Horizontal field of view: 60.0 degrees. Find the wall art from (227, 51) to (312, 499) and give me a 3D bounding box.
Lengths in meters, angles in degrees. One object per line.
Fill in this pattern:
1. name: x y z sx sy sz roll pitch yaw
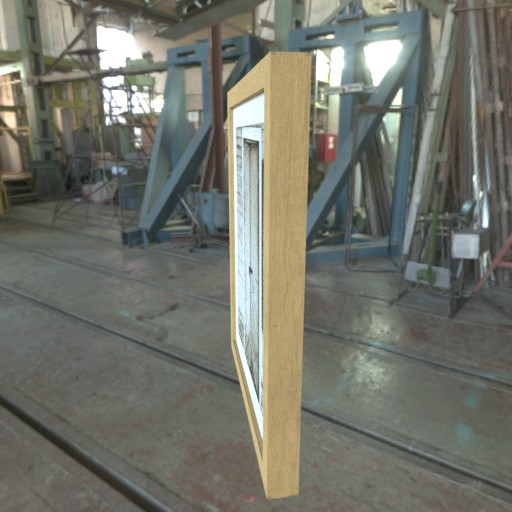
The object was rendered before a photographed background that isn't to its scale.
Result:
1. wall art: 0.000 0.000 0.509 0.030 0.380 0.312 -2 15 -9
